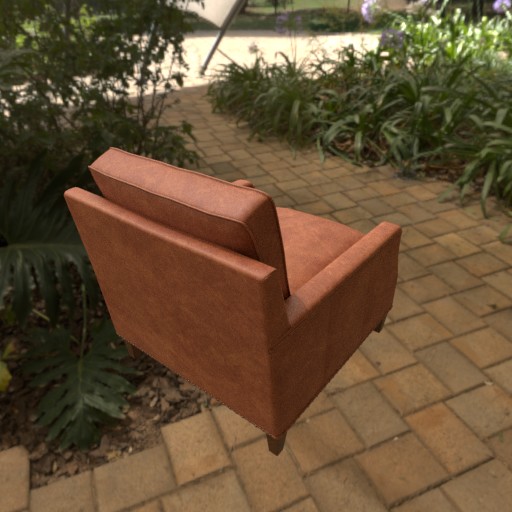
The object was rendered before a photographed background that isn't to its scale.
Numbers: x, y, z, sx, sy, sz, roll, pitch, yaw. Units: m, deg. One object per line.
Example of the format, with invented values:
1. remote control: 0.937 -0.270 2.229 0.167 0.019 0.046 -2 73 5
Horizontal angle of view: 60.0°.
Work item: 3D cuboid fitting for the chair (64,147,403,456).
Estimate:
1. chair: 0.000 0.000 1.756 0.853 0.943 1.014 22 37 32
